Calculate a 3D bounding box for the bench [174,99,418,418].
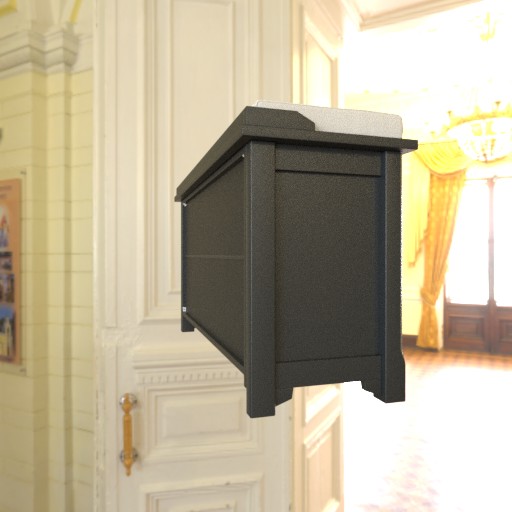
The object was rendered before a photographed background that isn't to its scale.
[{"bbox_3d":[0.000,0.000,1.252,0.345,0.561,0.973,0,0,-17],"label":"bench"}]
